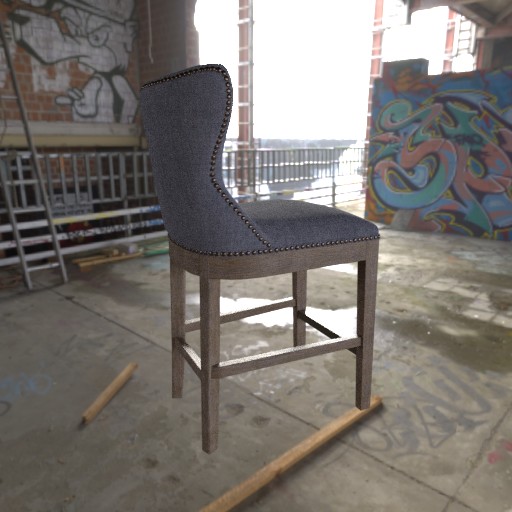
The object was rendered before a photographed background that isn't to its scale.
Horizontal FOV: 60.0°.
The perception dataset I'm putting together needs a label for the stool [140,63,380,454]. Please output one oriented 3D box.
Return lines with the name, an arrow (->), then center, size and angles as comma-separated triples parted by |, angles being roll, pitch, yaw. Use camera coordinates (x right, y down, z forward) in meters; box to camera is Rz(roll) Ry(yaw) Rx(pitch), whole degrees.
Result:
stool -> 0.000, 0.000, 1.319 | 0.608, 0.981, 0.498 | -7, 17, -26
